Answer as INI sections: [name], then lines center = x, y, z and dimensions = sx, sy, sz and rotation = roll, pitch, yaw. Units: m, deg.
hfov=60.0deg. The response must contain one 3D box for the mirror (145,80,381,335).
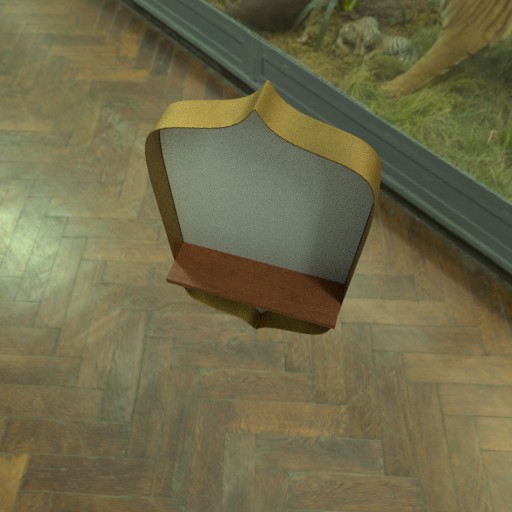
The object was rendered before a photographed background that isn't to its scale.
[mirror]
center = 0.000, 0.000, 0.741
dimensions = 0.323, 0.613, 0.096
rotation = 15, 59, 9
